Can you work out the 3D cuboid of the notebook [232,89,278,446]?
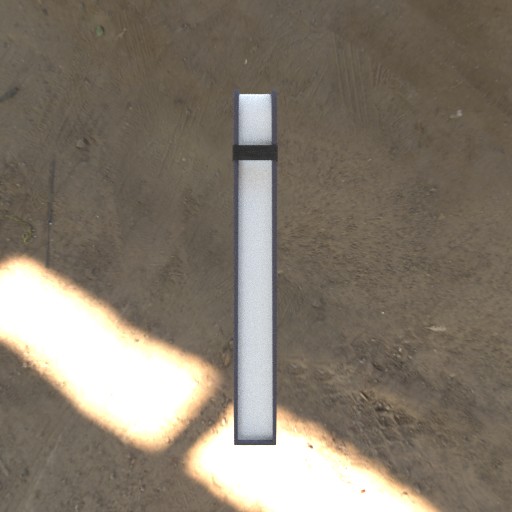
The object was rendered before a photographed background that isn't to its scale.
[{"bbox_3d":[0.000,0.000,0.260,0.016,0.213,0.127,0,92,0],"label":"notebook"}]
